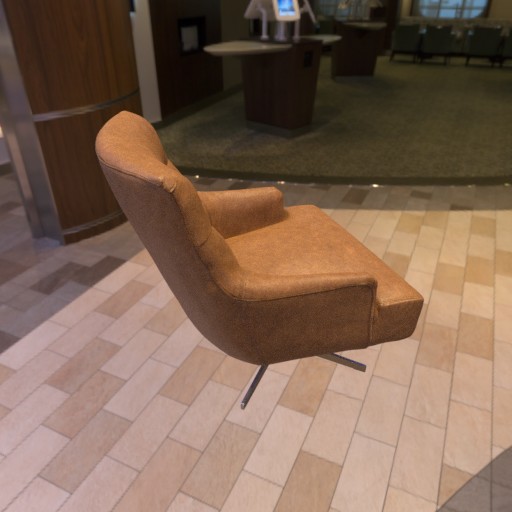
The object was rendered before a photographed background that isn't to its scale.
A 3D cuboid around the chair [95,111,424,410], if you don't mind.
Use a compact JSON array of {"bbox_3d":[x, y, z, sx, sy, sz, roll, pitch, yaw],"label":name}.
[{"bbox_3d":[0.000,0.000,1.476,0.874,0.869,0.729,-11,33,-18],"label":"chair"}]
